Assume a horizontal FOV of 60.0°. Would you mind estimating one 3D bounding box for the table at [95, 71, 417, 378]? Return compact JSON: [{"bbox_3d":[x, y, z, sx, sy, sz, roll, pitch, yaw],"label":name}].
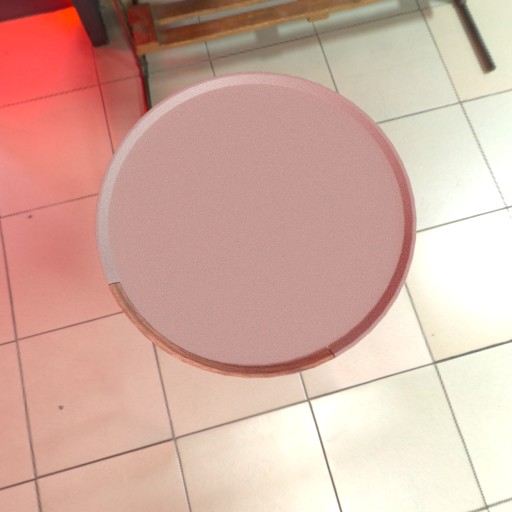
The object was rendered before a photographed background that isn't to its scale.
[{"bbox_3d":[0.000,0.000,0.875,0.450,0.530,0.450,0,76,0],"label":"table"}]
